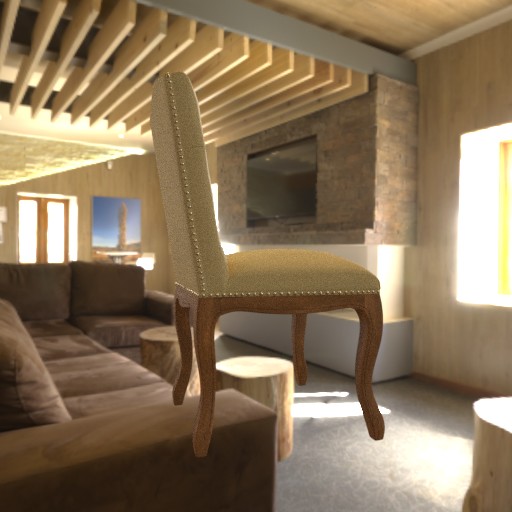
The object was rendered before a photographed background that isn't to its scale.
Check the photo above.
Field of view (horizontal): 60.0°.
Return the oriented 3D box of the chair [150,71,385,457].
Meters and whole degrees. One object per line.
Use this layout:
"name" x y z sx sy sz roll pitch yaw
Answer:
"chair" 0.000 0.000 1.590 0.715 1.165 0.623 0 1 -19
